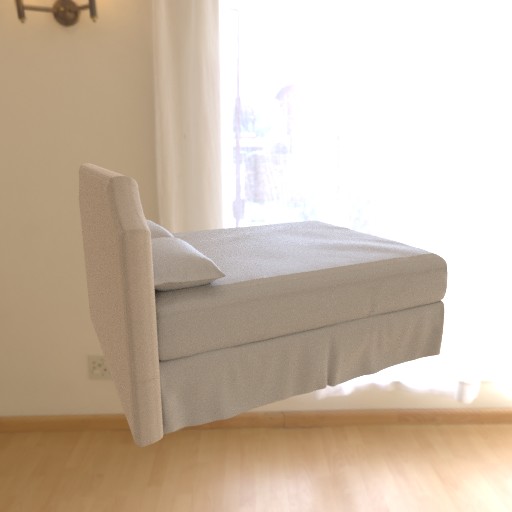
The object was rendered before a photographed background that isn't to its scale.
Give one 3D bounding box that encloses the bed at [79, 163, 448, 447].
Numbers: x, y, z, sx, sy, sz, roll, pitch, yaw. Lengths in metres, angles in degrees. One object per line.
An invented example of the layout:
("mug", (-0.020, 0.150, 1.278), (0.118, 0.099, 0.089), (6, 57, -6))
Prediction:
("bed", (0.000, 0.000, 3.195), (2.164, 1.297, 1.828), (-7, 16, -26))
